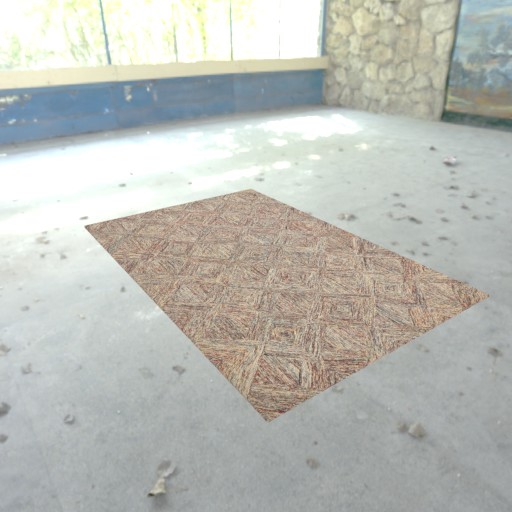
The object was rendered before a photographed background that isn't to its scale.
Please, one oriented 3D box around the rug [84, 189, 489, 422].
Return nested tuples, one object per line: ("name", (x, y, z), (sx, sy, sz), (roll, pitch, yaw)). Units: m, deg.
("rug", (0.000, 0.000, 2.872), (1.523, 0.019, 2.285), (-18, 32, -31))
